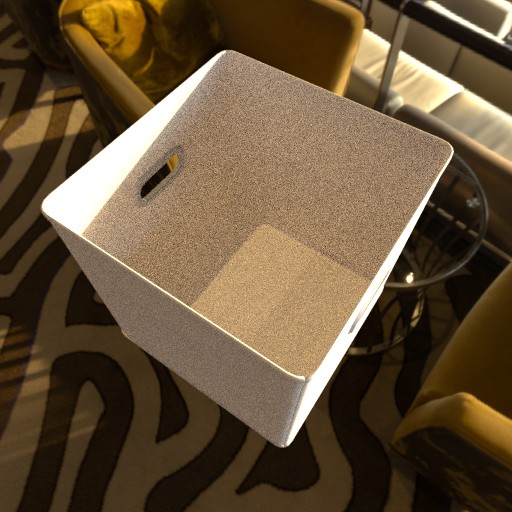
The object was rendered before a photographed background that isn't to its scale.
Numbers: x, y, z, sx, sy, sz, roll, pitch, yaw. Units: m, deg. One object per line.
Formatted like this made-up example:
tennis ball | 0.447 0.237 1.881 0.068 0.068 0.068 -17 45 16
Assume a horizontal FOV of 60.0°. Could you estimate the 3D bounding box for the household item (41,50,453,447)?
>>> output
household item | 0.000 0.000 0.567 0.305 0.305 0.305 30 63 17
